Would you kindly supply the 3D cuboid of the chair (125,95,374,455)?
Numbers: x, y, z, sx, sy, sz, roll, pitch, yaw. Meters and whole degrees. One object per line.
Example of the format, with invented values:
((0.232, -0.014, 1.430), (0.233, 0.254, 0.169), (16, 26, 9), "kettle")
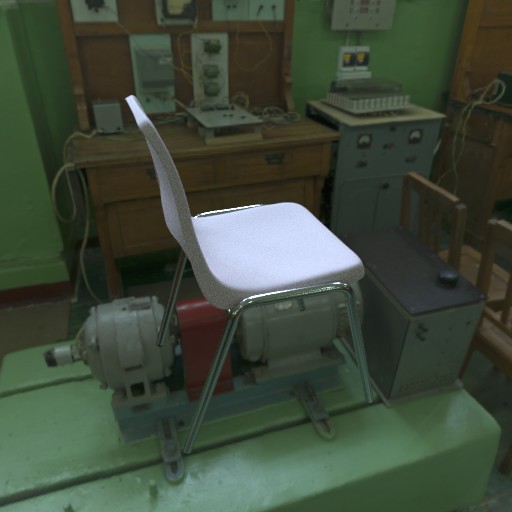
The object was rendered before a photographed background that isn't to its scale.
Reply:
((0.000, 0.000, 0.927), (0.436, 0.653, 0.381), (-10, 32, -17), "chair")
